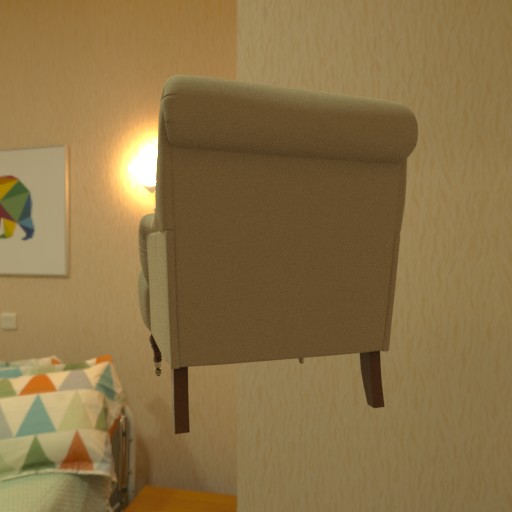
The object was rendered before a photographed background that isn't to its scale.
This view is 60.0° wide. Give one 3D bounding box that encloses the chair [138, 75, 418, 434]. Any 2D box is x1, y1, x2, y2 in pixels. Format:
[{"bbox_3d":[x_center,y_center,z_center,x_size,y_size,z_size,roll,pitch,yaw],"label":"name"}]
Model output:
[{"bbox_3d":[0.000,0.000,1.556,0.766,0.942,0.842,0,0,-19],"label":"chair"}]
